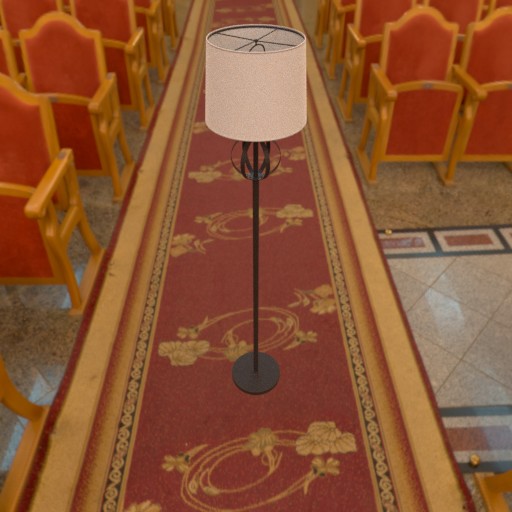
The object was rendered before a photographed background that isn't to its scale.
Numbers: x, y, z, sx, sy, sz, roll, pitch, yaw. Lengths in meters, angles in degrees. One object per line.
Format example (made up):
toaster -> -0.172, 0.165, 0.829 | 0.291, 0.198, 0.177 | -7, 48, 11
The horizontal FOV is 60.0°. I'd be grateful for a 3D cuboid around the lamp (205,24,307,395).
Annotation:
lamp -> 0.000, 0.000, 1.598 | 0.286, 1.462, 0.286 | 0, 41, 0
